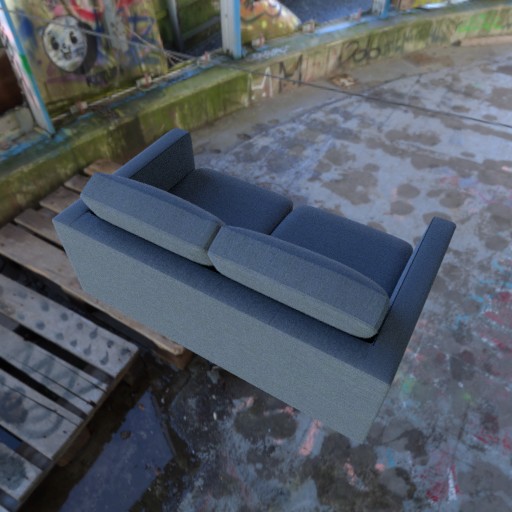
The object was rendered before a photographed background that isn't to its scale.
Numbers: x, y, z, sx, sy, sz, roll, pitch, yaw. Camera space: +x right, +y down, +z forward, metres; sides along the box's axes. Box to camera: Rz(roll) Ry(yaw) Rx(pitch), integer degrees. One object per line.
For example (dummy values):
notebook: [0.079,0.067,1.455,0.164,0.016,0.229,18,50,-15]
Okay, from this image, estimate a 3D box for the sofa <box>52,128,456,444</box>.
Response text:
sofa: [0.000,0.000,2.280,1.659,0.907,0.999,23,51,20]
